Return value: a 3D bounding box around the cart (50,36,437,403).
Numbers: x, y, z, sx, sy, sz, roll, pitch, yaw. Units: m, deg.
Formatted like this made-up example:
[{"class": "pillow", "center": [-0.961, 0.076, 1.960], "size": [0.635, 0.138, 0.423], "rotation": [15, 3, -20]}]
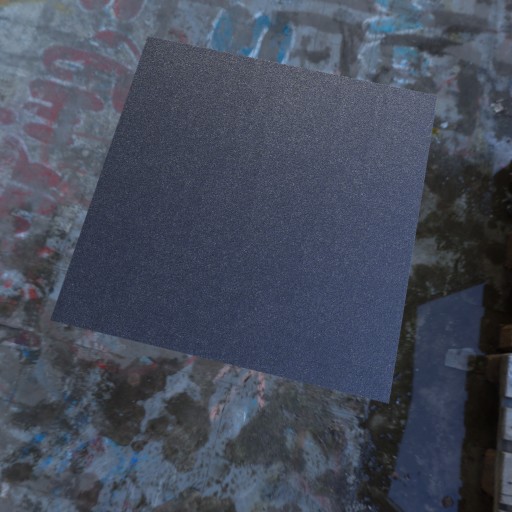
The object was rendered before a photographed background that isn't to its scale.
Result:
[{"class": "cart", "center": [0.000, 0.000, 1.089], "size": [0.521, 0.762, 0.520], "rotation": [13, 77, 3]}]
